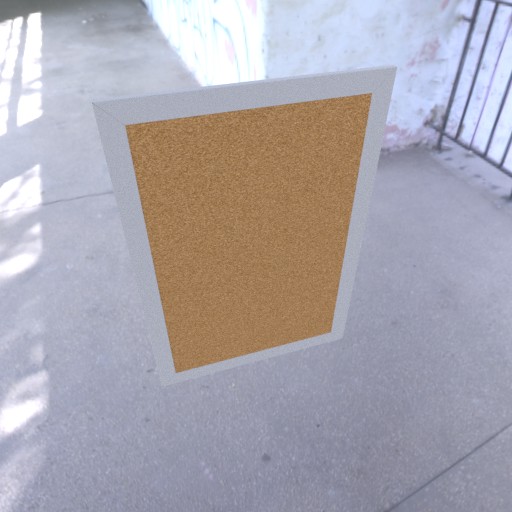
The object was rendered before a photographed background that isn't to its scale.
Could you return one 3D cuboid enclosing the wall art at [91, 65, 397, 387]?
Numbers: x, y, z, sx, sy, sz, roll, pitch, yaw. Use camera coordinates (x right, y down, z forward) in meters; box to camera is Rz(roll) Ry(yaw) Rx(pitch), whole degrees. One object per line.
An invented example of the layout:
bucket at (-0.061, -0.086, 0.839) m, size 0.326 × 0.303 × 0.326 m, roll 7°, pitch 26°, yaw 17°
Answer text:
wall art at (0.000, 0.000, 0.849) m, size 0.454 × 0.659 × 0.011 m, roll -12°, pitch 42°, yaw -13°
